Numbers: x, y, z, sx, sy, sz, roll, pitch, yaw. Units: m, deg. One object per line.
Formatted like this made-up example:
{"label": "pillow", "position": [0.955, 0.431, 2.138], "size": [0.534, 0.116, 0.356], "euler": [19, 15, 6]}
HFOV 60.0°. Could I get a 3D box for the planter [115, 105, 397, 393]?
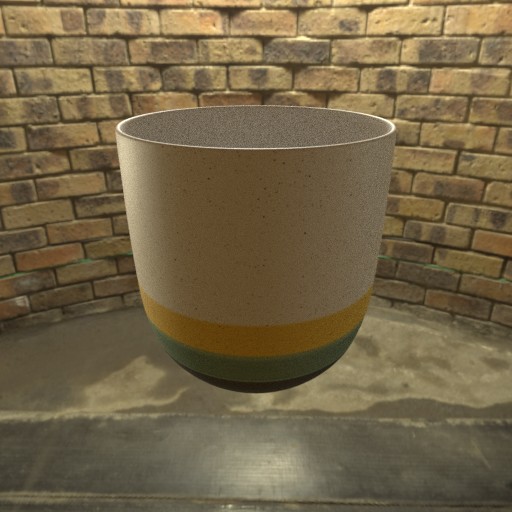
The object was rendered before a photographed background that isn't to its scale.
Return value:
{"label": "planter", "position": [0.000, 0.000, 0.364], "size": [0.195, 0.214, 0.195], "euler": [0, 25, 0]}
